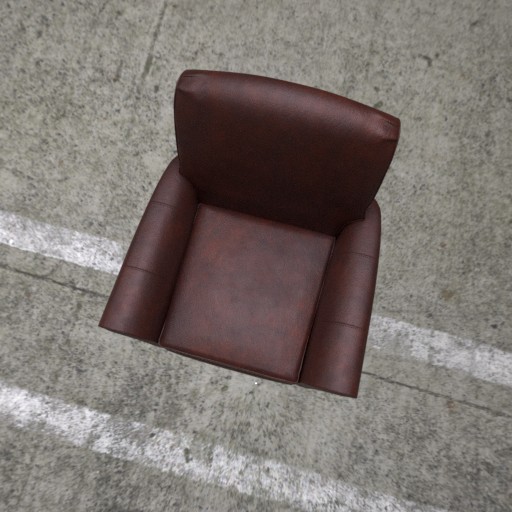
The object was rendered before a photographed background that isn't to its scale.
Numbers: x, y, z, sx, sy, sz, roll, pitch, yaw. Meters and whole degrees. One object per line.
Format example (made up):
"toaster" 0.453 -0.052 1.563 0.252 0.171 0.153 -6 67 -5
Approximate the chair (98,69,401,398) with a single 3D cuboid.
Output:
"chair" 0.000 0.000 1.784 0.978 1.061 0.902 15 75 4
